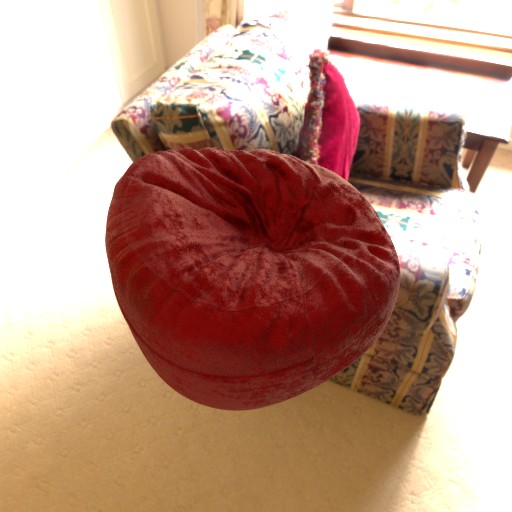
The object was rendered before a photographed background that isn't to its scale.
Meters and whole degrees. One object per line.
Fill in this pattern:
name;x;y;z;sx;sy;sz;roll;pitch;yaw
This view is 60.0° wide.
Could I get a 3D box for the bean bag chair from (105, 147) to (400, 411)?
bean bag chair;0.000;0.000;2.436;1.524;0.878;1.524;-11;48;-10
